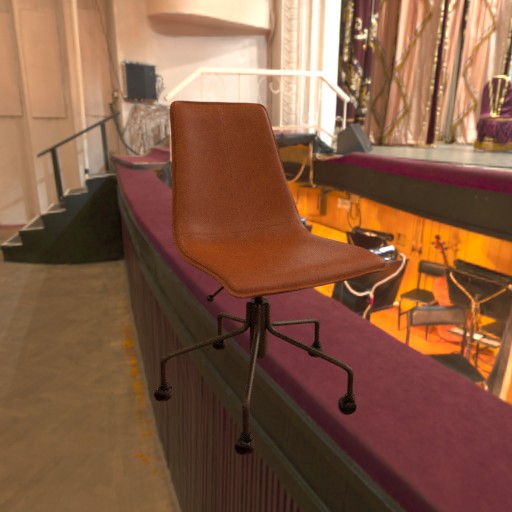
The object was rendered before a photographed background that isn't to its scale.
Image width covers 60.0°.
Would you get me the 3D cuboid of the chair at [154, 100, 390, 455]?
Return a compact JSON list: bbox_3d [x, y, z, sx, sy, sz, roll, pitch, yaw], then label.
[{"bbox_3d":[0.000,0.000,1.360,0.651,0.920,0.660,-9,18,-27],"label":"chair"}]
